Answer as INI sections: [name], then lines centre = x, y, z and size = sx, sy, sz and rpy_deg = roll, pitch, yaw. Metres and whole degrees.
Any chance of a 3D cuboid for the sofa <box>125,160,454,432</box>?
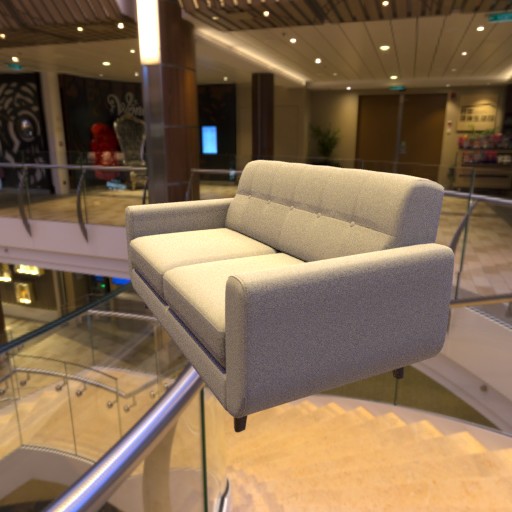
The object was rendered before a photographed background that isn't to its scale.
[sofa]
centre = 0.000, 0.000, 2.246
size = 0.980, 0.892, 1.655
rpy_deg = -8, 17, -26
